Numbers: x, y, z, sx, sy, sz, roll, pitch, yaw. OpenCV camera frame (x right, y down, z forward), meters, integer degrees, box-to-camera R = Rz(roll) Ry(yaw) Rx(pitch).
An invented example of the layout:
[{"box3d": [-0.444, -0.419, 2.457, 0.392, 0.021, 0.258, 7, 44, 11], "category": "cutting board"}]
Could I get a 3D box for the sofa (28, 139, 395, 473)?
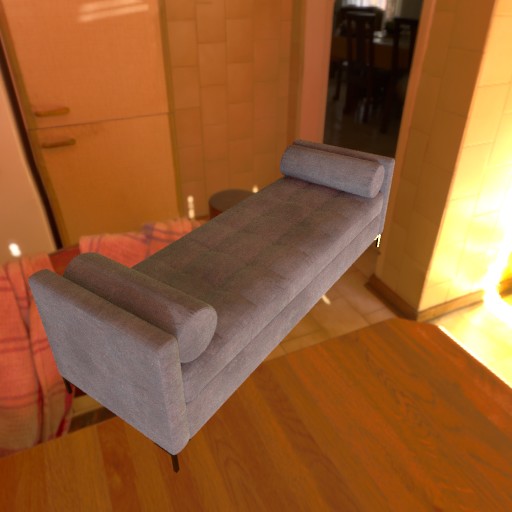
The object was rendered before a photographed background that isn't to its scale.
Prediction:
[{"box3d": [0.000, 0.000, 2.304, 0.686, 0.635, 1.981, 20, 38, 29], "category": "sofa"}]
